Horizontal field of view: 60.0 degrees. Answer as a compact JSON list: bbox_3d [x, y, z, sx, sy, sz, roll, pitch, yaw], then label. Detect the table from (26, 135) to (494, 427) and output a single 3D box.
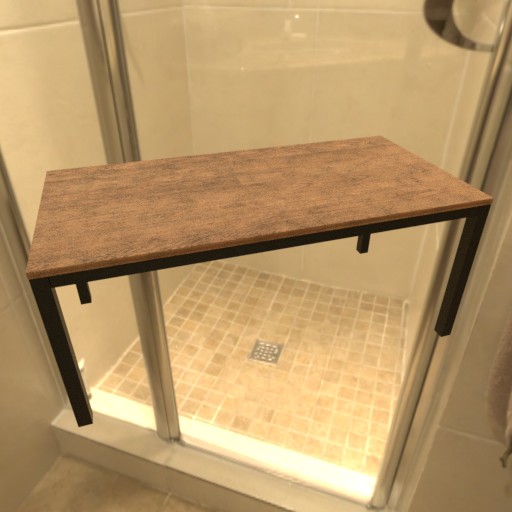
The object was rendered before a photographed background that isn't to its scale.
[{"bbox_3d":[0.000,0.000,2.188,1.805,0.767,0.893,-10,34,-15],"label":"table"}]
